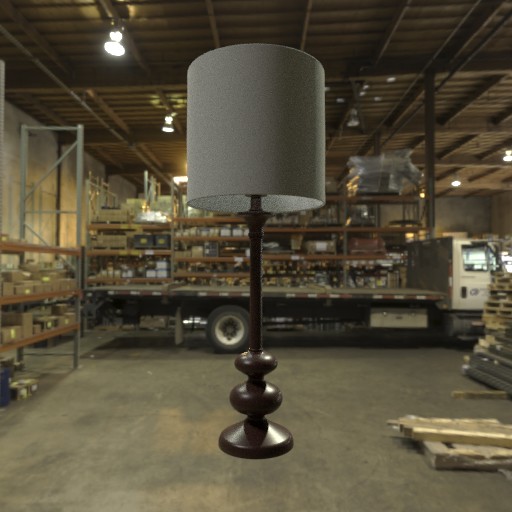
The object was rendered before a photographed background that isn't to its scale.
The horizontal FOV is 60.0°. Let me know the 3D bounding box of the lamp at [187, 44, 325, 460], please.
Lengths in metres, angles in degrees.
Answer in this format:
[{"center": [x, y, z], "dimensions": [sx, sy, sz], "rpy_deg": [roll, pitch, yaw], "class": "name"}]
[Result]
[{"center": [0.000, 0.000, 0.819], "dimensions": [0.254, 0.690, 0.254], "rpy_deg": [0, -1, 0], "class": "lamp"}]
